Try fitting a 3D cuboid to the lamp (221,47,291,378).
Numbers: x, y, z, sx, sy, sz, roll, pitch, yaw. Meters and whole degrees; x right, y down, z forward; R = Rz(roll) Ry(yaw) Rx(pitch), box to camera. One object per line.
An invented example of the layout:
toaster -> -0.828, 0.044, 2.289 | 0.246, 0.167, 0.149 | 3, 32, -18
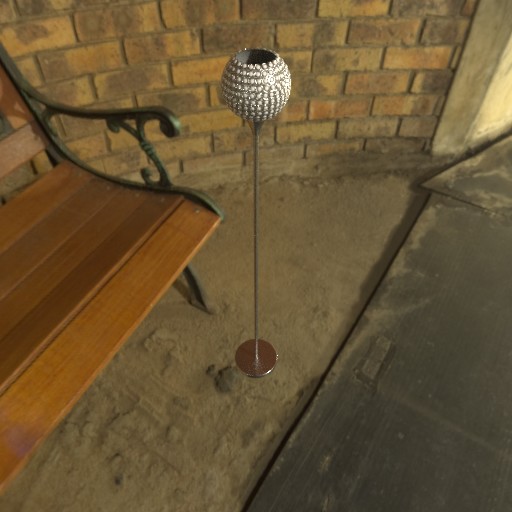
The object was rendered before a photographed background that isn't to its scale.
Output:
lamp -> 0.000, 0.000, 2.033 | 0.254, 1.805, 0.254 | 0, 46, 0
